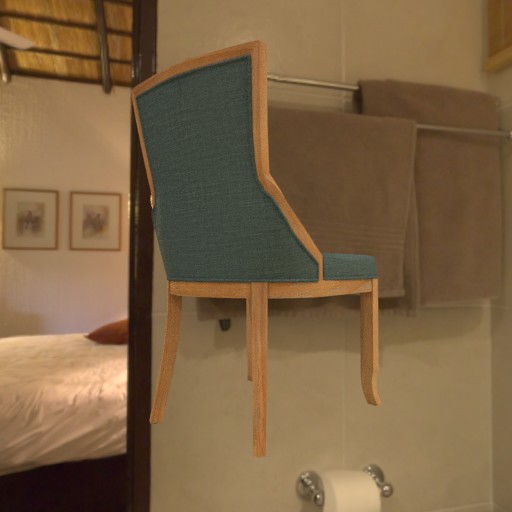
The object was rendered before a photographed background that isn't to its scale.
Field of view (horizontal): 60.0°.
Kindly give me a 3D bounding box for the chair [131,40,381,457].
[{"bbox_3d":[0.000,0.000,1.337,0.524,0.947,0.641,-1,-2,37],"label":"chair"}]
